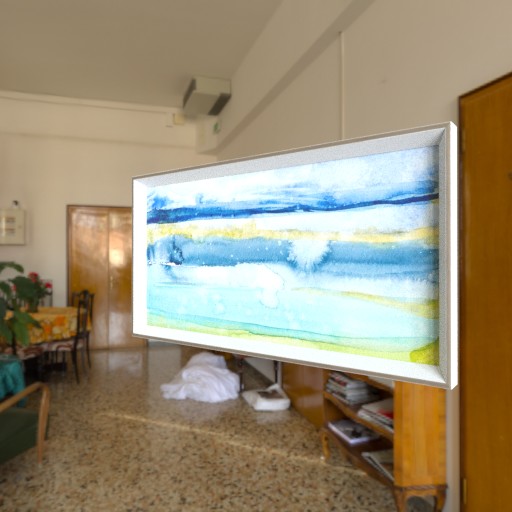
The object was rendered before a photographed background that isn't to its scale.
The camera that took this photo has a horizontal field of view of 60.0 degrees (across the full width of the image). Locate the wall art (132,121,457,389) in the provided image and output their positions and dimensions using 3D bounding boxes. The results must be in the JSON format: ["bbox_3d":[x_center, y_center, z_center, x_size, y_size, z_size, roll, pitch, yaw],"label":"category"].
[{"bbox_3d":[0.000,0.000,0.970,0.812,0.431,0.038,0,0,37],"label":"wall art"}]
